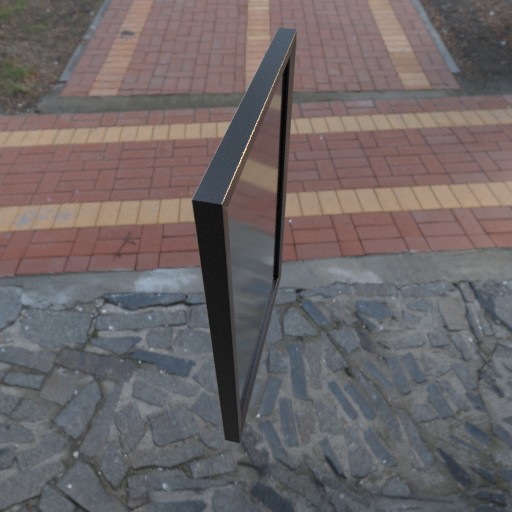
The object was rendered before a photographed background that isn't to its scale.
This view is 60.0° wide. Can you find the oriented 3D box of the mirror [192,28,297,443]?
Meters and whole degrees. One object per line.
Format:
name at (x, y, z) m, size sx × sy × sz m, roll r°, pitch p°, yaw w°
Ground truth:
mirror at (0.000, 0.000, 0.916) m, size 0.040 × 0.710 × 0.507 m, roll 10°, pitch 48°, yaw 9°
